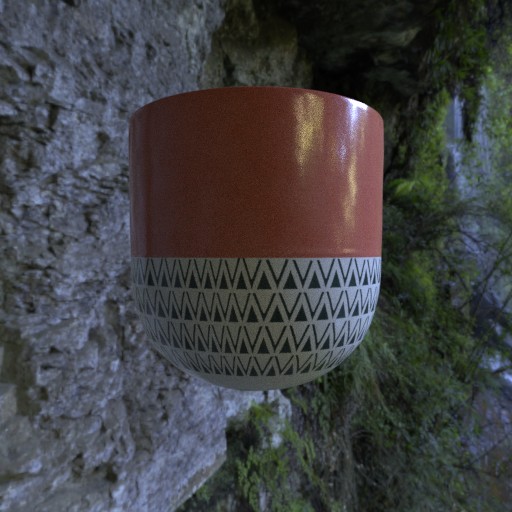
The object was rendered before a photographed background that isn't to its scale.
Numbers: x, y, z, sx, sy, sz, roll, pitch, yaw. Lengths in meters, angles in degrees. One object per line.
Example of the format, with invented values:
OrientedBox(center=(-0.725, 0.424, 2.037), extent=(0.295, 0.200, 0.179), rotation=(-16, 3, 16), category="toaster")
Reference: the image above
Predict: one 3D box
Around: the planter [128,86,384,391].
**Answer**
OrientedBox(center=(0.000, 0.000, 0.482), extent=(0.266, 0.270, 0.266), rotation=(0, 0, 0), category="planter")
